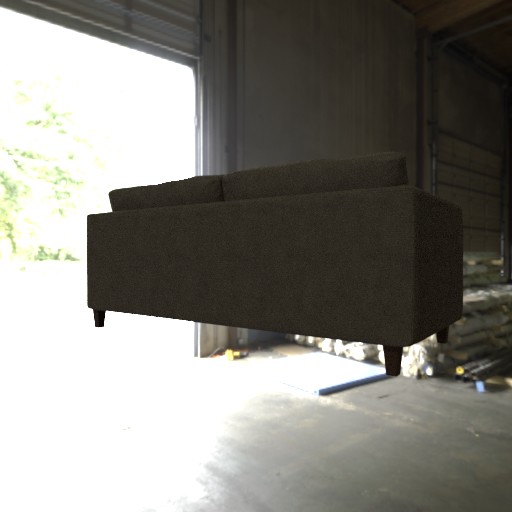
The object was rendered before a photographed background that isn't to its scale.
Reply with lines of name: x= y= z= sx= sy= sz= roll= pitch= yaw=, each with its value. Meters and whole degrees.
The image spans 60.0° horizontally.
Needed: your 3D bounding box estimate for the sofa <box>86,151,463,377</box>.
sofa: x=0.000 y=0.000 z=2.730 sx=2.208 sy=0.965 sz=0.951 roll=0 pitch=0 yaw=36
